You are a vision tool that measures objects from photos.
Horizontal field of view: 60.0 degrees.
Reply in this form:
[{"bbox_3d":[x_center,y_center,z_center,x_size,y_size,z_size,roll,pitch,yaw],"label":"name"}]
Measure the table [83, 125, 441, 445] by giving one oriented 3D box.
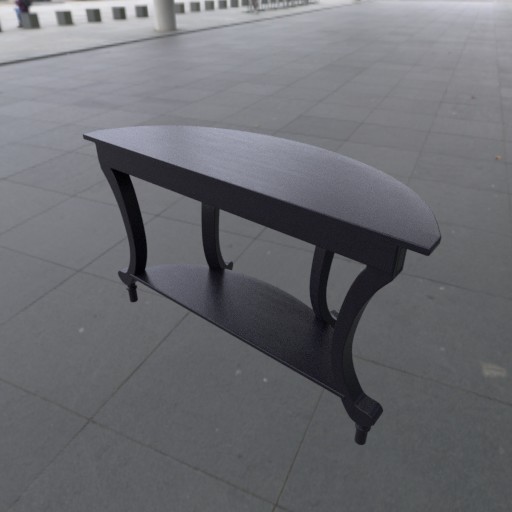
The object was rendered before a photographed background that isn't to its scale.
[{"bbox_3d":[0.000,0.000,1.494,1.198,0.692,0.394,23,39,33],"label":"table"}]
